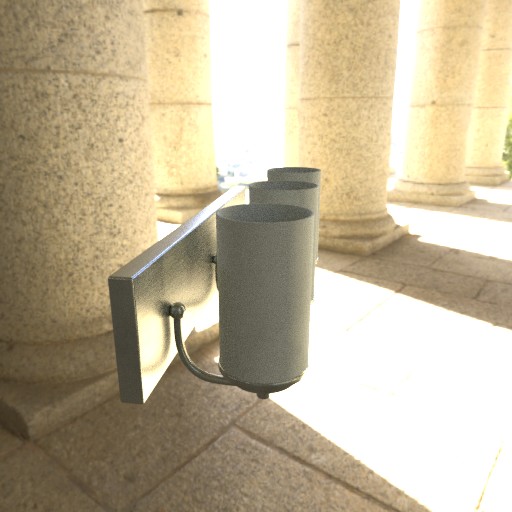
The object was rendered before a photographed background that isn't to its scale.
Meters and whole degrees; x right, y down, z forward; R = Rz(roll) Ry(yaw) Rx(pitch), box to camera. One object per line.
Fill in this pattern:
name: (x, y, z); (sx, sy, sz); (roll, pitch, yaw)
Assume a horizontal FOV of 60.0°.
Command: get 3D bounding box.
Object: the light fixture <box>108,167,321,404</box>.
light fixture: (0.000, 0.000, 0.534); (0.145, 0.172, 0.451); (3, 17, 9)
